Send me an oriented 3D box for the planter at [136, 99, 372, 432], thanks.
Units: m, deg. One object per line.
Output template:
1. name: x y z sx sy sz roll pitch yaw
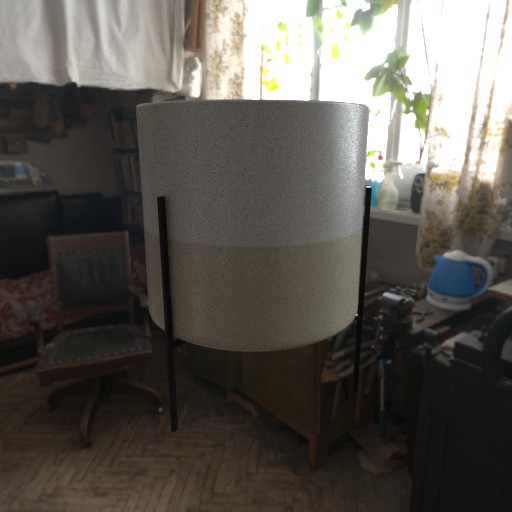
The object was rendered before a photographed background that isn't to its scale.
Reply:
1. planter: 0.000 0.000 0.758 0.368 0.484 0.359 3 16 10
